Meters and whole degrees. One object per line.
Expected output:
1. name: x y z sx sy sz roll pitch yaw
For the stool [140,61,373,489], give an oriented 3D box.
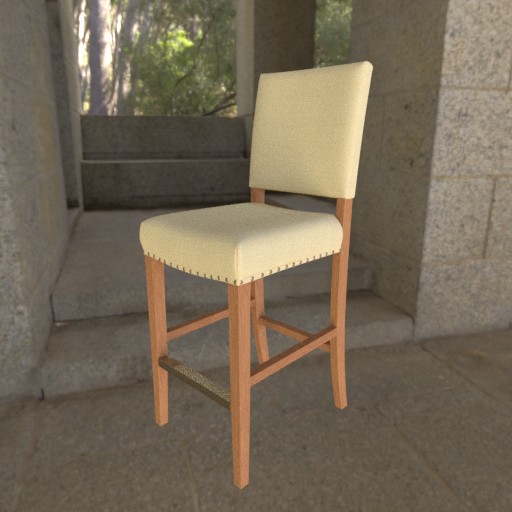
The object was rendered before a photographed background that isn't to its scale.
1. stool: 0.000 0.000 1.427 0.445 1.168 0.584 15 21 42
